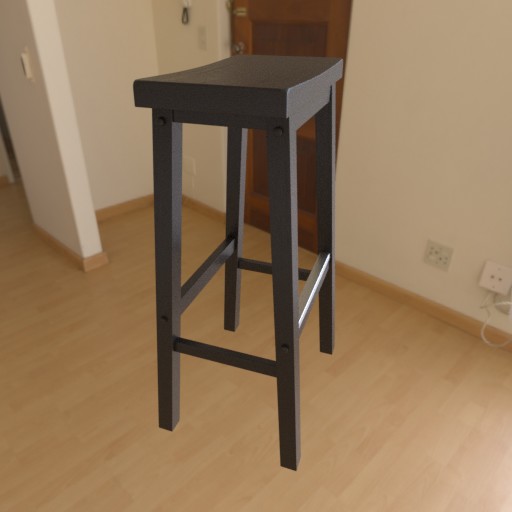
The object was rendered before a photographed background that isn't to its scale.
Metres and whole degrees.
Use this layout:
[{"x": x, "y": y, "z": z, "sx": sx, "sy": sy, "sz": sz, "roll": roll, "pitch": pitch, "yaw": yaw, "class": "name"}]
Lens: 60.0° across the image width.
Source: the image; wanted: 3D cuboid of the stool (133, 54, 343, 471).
[{"x": 0.000, "y": 0.000, "z": 0.940, "sx": 0.322, "sy": 0.742, "sz": 0.406, "roll": 10, "pitch": 31, "yaw": 17, "class": "stool"}]
